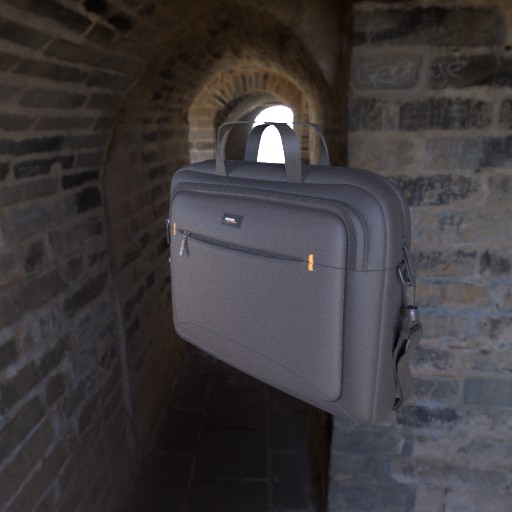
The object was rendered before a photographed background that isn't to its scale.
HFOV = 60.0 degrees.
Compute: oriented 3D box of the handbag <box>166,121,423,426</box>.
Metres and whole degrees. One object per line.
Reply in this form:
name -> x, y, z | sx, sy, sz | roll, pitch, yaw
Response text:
handbag -> 0.000, 0.000, 0.571 | 0.429, 0.330, 0.126 | 14, 21, 42
